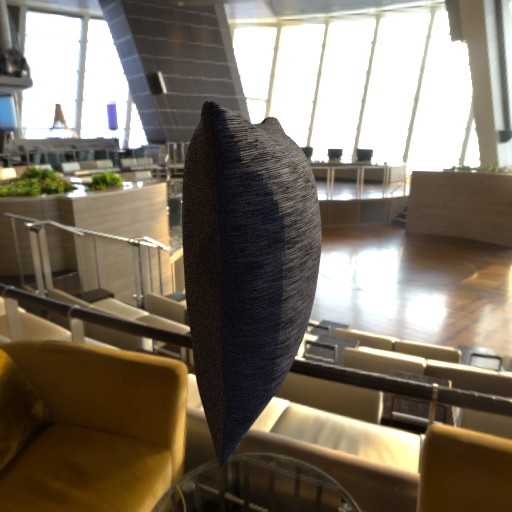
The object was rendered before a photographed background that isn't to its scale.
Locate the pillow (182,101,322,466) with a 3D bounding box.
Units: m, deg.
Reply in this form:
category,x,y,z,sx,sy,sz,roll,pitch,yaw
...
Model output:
category,x,y,z,sx,sy,sz,roll,pitch,yaw
pillow,0.000,0.000,0.702,0.204,0.439,0.452,3,16,10
